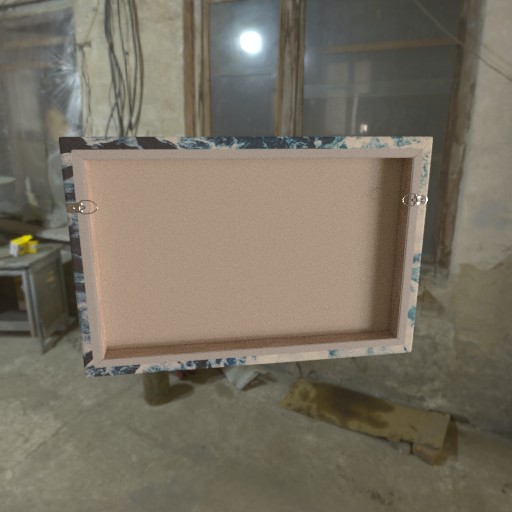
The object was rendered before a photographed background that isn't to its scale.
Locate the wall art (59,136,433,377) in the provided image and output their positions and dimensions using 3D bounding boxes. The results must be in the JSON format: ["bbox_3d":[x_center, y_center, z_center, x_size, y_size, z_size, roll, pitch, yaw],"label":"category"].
[{"bbox_3d":[0.000,0.000,0.782,0.609,0.407,0.043,-2,15,-9],"label":"wall art"}]
